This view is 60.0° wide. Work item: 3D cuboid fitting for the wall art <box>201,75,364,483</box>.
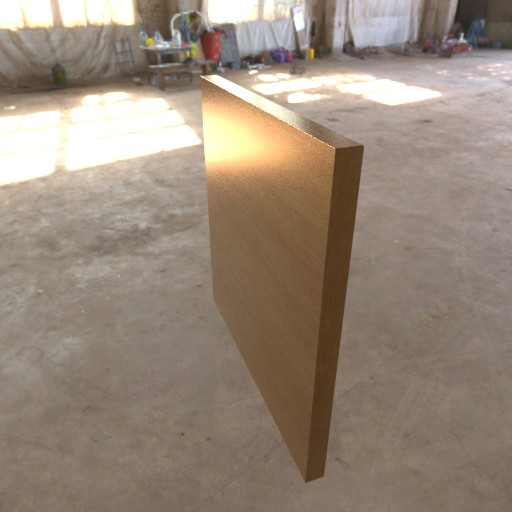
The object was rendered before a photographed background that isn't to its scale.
[{"bbox_3d":[0.000,0.000,0.447,0.019,0.302,0.302,-11,31,-18],"label":"wall art"}]
